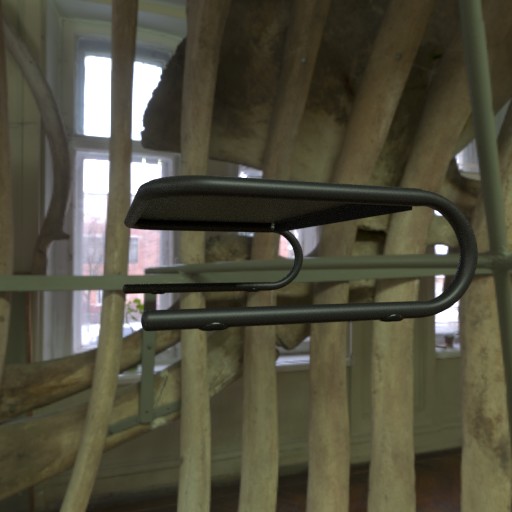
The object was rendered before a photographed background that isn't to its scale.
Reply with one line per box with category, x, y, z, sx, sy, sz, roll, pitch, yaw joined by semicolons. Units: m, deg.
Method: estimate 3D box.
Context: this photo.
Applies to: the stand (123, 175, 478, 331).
stand;0.000;0.000;0.506;0.280;0.108;0.370;0;-1;-19
